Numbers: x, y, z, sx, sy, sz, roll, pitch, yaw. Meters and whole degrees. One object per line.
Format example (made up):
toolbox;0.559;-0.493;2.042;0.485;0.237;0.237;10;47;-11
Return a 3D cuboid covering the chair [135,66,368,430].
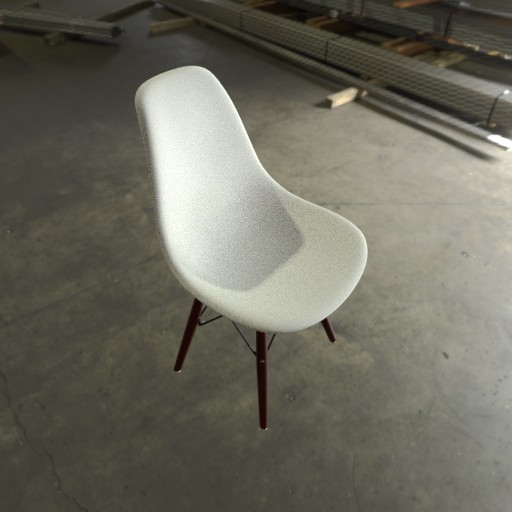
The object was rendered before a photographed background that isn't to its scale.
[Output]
chair;0.000;0.000;1.159;0.533;0.826;0.470;27;48;27
